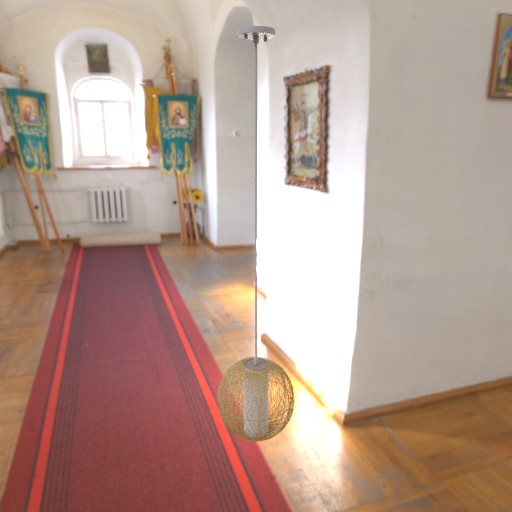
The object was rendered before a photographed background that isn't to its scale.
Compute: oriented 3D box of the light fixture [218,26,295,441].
[{"bbox_3d":[0.000,0.000,2.114,0.406,1.955,0.407,8,18,25],"label":"light fixture"}]
